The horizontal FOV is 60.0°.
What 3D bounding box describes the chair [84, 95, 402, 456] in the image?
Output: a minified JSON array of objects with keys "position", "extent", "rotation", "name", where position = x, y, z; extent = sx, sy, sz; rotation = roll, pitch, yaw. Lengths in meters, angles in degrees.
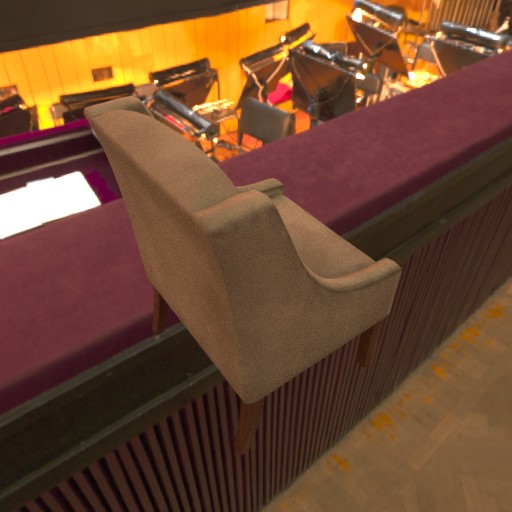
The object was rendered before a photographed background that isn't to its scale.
[{"position":[0.000,0.000,1.336],"extent":[0.629,0.895,0.629],"rotation":[-26,48,-26],"name":"chair"}]
